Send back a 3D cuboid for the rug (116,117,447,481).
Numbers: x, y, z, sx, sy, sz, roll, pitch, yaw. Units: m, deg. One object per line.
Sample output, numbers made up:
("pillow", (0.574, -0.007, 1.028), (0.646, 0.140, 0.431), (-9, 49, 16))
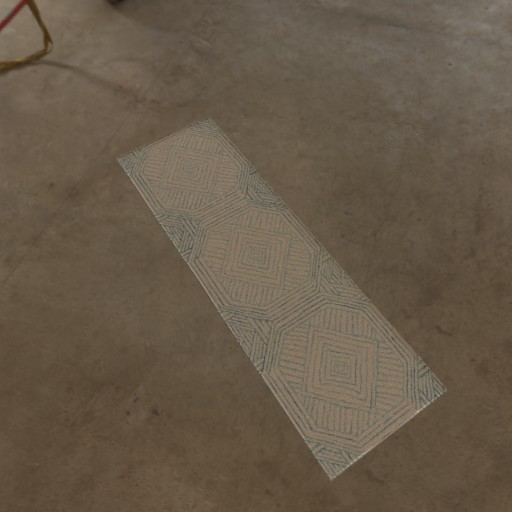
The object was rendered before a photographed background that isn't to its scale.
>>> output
("rug", (0.000, 0.000, 2.717), (0.775, 0.012, 2.452), (-29, 63, -17))
